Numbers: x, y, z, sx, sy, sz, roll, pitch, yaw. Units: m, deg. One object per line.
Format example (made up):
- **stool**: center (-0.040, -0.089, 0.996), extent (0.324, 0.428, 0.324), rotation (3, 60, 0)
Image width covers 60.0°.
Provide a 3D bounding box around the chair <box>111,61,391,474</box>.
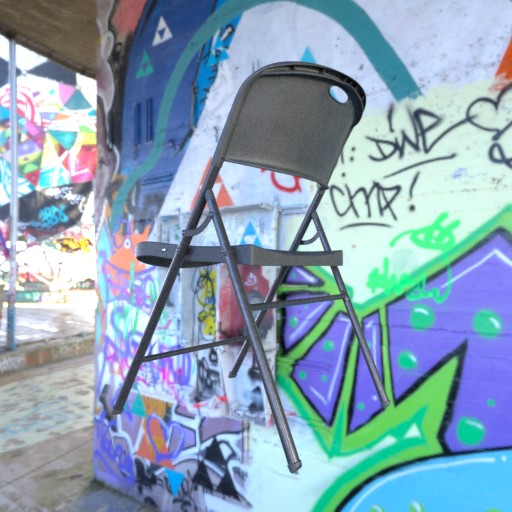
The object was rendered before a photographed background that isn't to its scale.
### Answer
- **chair**: center (0.000, 0.000, 1.168), extent (0.567, 0.810, 0.494), rotation (-1, -2, 37)
